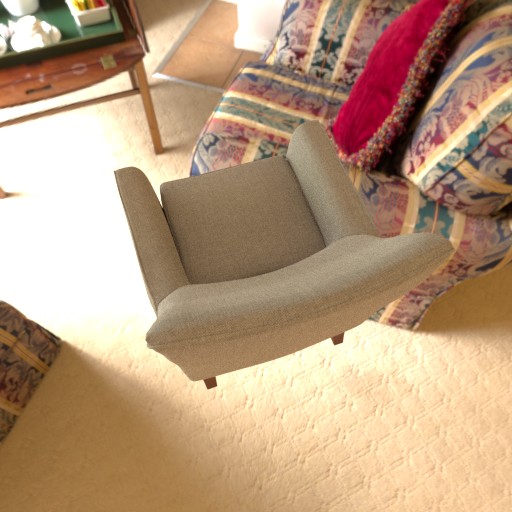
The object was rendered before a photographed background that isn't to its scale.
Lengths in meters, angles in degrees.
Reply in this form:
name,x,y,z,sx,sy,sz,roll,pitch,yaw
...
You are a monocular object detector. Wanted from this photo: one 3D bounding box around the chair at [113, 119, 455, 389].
name,x,y,z,sx,sy,sz,roll,pitch,yaw
chair,0.000,0.000,1.764,0.887,1.047,0.993,-17,61,-10
